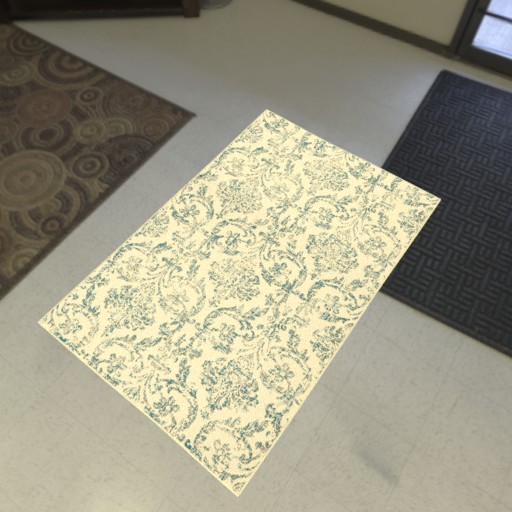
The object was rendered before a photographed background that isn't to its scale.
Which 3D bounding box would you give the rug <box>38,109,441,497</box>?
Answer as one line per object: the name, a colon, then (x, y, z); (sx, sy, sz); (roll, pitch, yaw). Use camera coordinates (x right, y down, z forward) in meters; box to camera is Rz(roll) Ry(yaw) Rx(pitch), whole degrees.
rug: (0.000, 0.000, 3.430); (1.819, 0.018, 2.746); (33, 65, 18)
